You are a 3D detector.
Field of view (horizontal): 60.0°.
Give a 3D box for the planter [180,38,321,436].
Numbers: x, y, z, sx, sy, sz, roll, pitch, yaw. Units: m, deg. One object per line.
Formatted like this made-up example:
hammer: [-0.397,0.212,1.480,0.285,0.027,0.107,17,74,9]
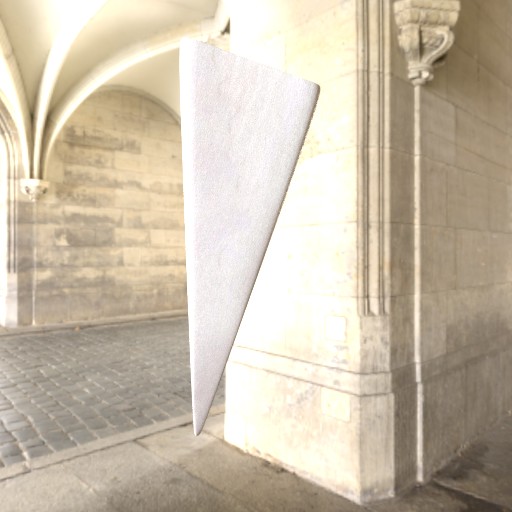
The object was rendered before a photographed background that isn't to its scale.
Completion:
planter: [0.000,0.000,0.277,0.081,0.224,0.101,0,0,0]
